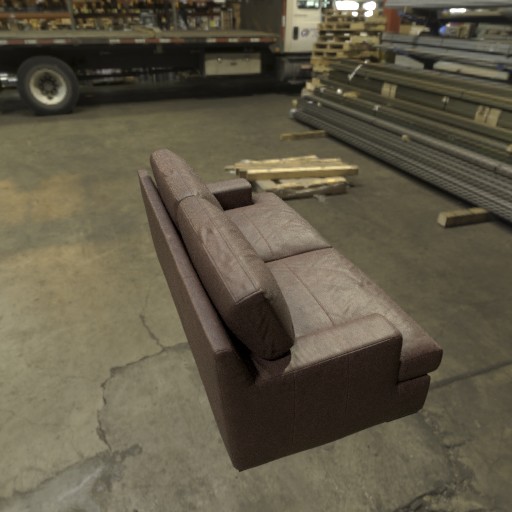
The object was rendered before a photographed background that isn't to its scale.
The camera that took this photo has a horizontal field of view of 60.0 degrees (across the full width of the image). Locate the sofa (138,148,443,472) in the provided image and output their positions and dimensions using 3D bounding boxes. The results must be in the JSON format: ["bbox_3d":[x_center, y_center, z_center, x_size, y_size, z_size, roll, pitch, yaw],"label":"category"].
[{"bbox_3d":[0.000,0.000,2.800,1.143,0.941,2.261,-10,31,-18],"label":"sofa"}]
